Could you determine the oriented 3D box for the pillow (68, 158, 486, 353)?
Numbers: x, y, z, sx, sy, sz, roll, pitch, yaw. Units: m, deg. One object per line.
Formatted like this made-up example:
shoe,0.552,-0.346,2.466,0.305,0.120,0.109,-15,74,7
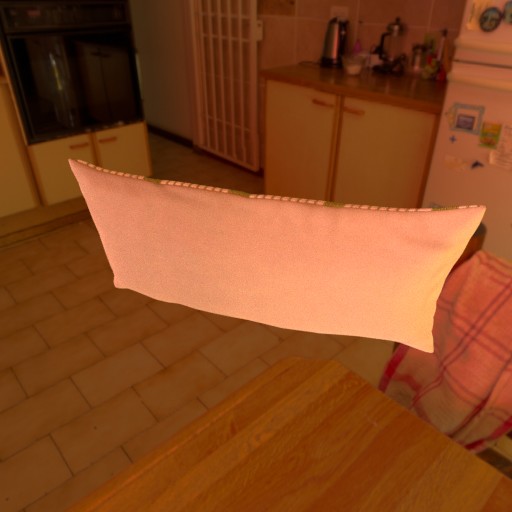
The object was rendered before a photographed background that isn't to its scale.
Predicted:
pillow,0.000,0.000,0.720,0.608,0.292,0.156,10,33,15
